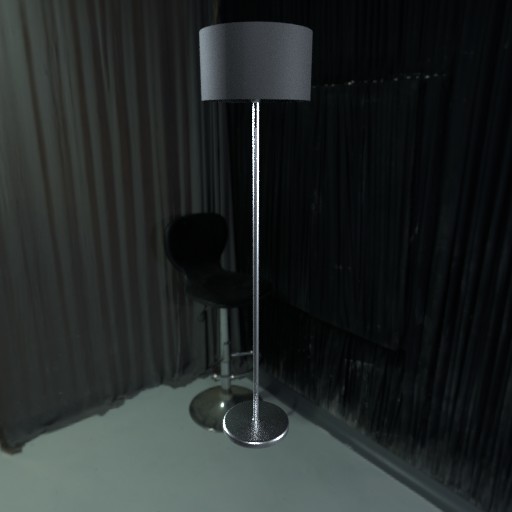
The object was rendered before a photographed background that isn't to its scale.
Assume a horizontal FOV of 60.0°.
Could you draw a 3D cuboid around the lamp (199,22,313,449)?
[{"bbox_3d":[0.000,0.000,1.586,0.348,1.443,0.348,-15,23,-40],"label":"lamp"}]
